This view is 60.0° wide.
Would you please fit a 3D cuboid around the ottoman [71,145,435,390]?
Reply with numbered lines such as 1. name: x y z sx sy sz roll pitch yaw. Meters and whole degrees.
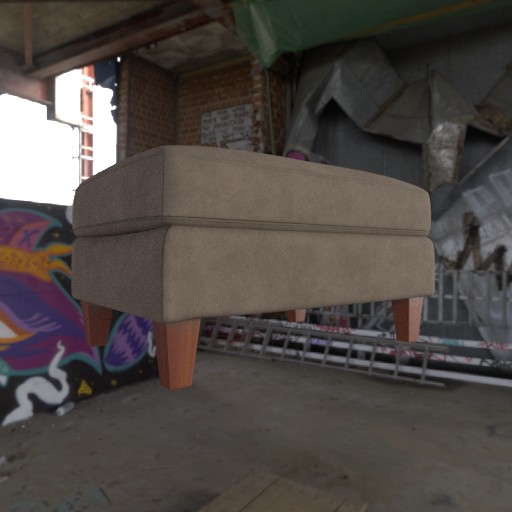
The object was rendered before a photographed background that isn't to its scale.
1. ottoman: 0.000 0.000 1.232 0.864 0.483 0.584 0 0 -37
